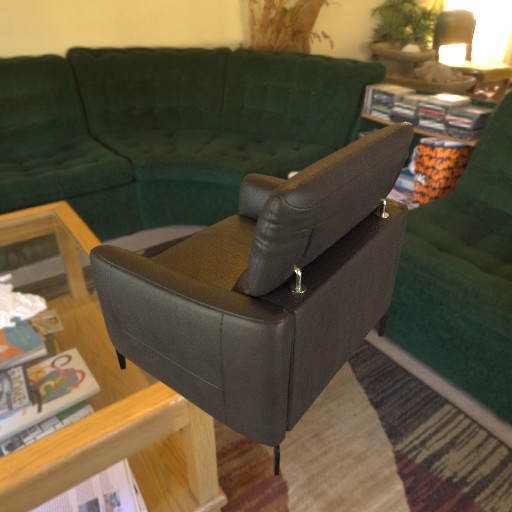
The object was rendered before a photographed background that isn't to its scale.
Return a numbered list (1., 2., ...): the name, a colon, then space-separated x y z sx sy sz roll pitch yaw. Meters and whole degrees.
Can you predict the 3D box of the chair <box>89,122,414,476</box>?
1. chair: 0.000 0.000 1.657 0.809 0.949 0.976 21 37 31
